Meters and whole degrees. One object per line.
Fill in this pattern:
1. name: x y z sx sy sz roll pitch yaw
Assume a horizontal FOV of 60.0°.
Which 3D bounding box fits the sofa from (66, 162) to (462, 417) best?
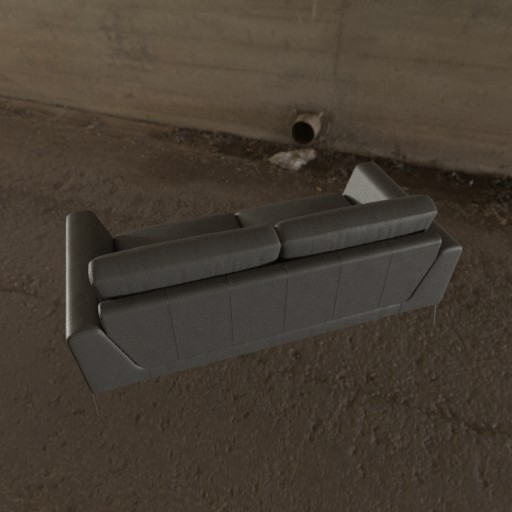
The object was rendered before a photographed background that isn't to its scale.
1. sofa: 0.000 0.000 2.546 2.017 0.875 0.953 -12 43 -13
